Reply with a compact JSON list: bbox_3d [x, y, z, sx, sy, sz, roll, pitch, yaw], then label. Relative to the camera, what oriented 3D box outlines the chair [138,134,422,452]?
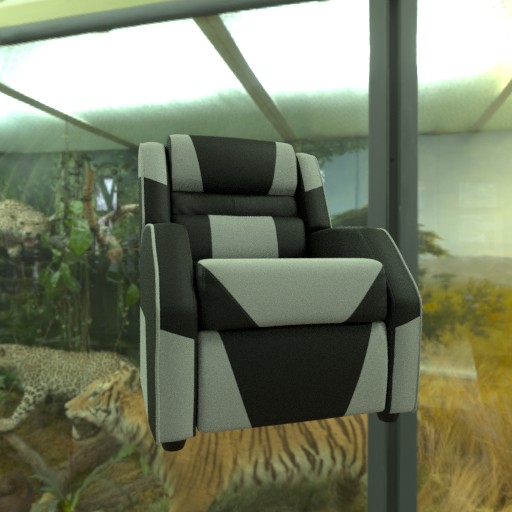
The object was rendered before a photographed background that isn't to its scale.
[{"bbox_3d":[0.000,0.000,1.251,0.620,0.805,0.672,0,0,-17],"label":"chair"}]
